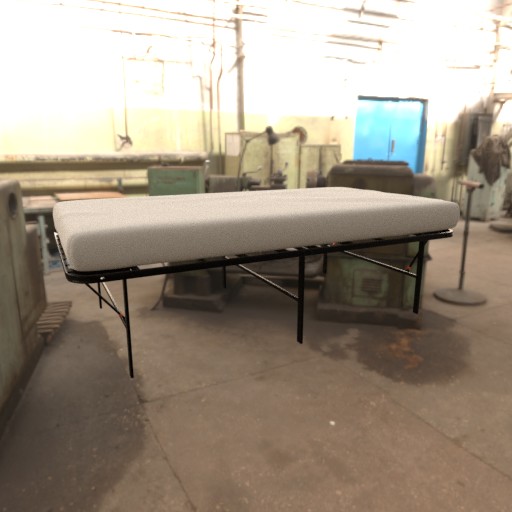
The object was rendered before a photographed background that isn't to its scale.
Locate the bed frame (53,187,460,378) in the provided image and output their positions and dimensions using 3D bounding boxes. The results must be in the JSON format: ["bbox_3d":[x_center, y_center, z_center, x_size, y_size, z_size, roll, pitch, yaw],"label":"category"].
[{"bbox_3d":[0.000,0.000,2.356,1.903,0.619,0.989,-7,16,-26],"label":"bed frame"}]
